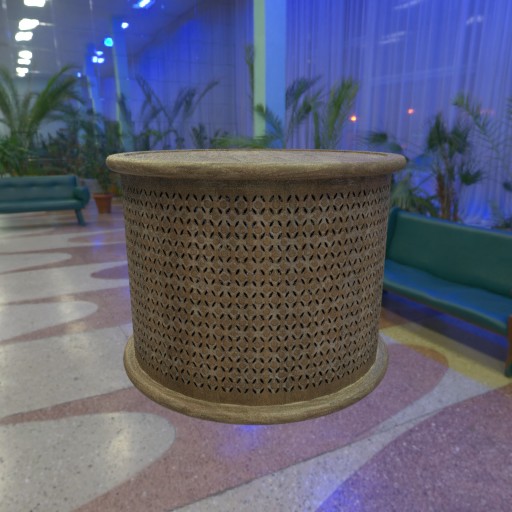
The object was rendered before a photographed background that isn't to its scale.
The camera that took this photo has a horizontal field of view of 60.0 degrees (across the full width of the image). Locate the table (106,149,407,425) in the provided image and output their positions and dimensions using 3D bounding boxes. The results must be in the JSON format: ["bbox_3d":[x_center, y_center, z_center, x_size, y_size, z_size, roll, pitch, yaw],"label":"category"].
[{"bbox_3d":[0.000,0.000,0.998,0.607,0.450,0.607,0,15,0],"label":"table"}]
